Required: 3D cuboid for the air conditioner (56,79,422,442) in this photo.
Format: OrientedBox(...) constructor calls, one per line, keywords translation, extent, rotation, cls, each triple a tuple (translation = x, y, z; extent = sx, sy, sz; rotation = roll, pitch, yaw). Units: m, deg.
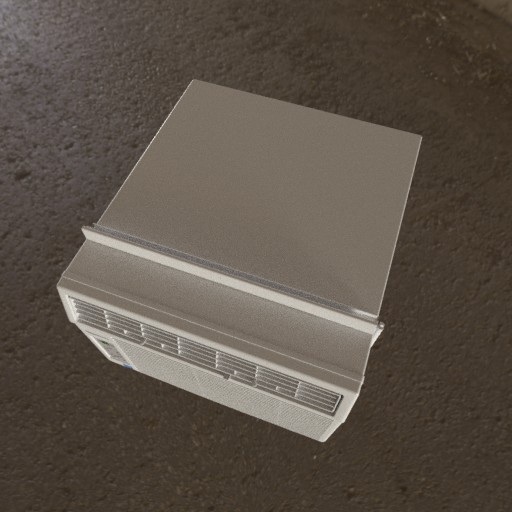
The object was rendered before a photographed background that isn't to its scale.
OrientedBox(translation=(0.000, 0.000, 0.904), extent=(0.503, 0.388, 0.546), rotation=(18, 61, 10), cls="air conditioner")
